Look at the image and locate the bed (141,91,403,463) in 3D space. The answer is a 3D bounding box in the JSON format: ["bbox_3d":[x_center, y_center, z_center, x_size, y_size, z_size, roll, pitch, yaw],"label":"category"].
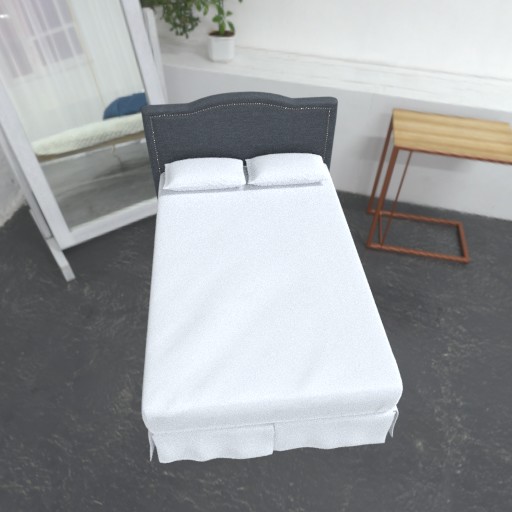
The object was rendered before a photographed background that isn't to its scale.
[{"bbox_3d":[0.000,0.000,3.419,1.747,1.441,2.507,-4,47,-4],"label":"bed"}]
